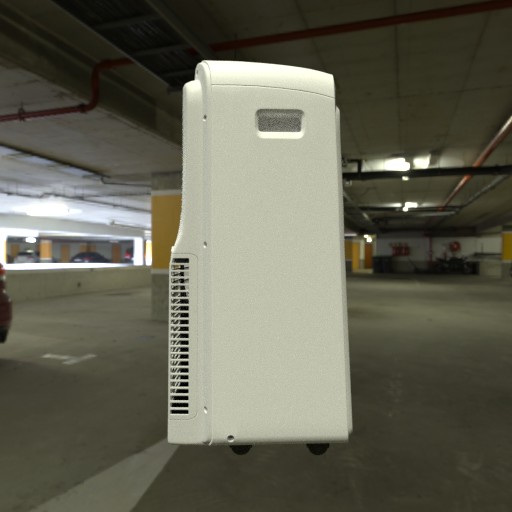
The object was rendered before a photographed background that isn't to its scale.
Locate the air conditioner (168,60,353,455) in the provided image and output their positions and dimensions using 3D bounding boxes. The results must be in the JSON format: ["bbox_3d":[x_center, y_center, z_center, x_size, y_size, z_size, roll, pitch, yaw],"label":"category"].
[{"bbox_3d":[0.000,0.000,0.957,0.365,0.700,0.454,0,0,0],"label":"air conditioner"}]
